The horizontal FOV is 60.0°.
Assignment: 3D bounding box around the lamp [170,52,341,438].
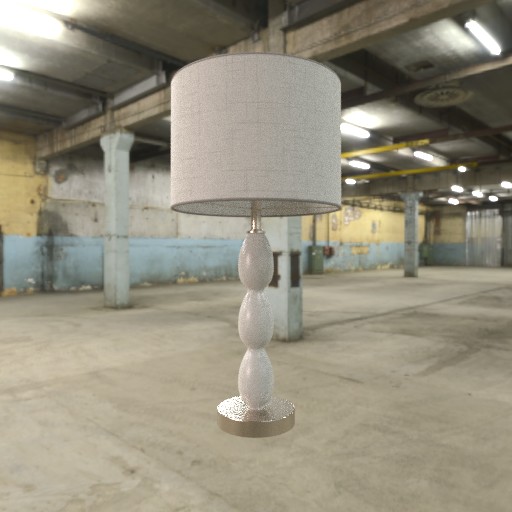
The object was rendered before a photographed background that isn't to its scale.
[{"bbox_3d":[0.000,0.000,0.745,0.282,0.559,0.280,0,0,-17],"label":"lamp"}]
